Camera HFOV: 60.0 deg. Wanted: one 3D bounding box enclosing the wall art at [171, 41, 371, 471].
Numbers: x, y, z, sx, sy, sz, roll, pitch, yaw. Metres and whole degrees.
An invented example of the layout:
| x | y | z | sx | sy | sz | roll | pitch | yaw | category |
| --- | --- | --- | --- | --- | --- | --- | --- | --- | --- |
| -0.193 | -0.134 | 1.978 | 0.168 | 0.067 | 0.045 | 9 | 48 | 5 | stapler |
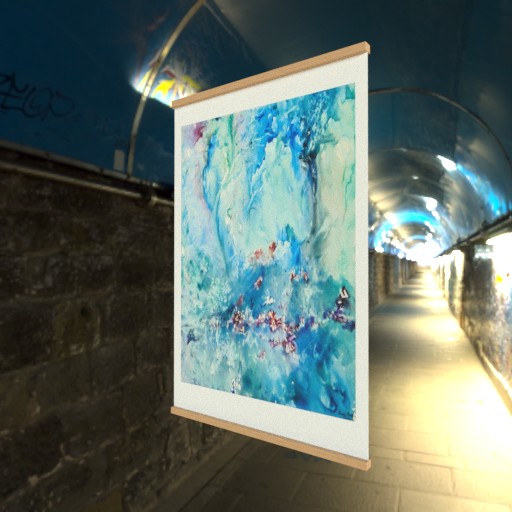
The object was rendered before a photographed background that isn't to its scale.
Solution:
| x | y | z | sx | sy | sz | roll | pitch | yaw | category |
| --- | --- | --- | --- | --- | --- | --- | --- | --- | --- |
| 0.000 | 0.000 | 1.262 | 0.669 | 1.020 | 0.027 | 0 | -1 | 36 | wall art |
